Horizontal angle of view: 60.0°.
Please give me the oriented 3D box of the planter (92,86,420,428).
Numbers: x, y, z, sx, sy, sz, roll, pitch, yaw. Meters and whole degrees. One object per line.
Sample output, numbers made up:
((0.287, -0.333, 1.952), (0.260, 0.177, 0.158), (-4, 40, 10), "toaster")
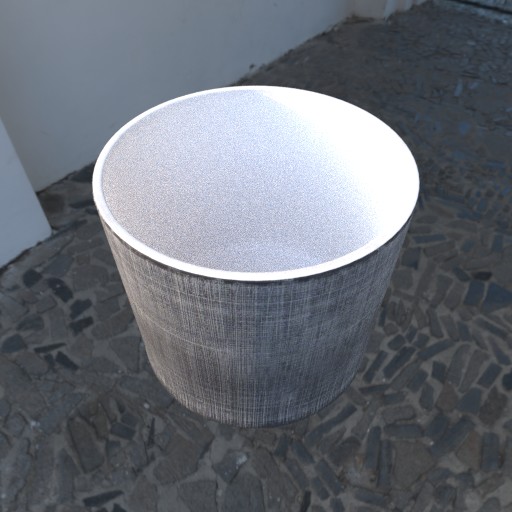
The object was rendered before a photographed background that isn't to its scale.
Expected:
((0.000, 0.000, 0.305), (0.178, 0.157, 0.178), (0, 47, 0), "planter")
